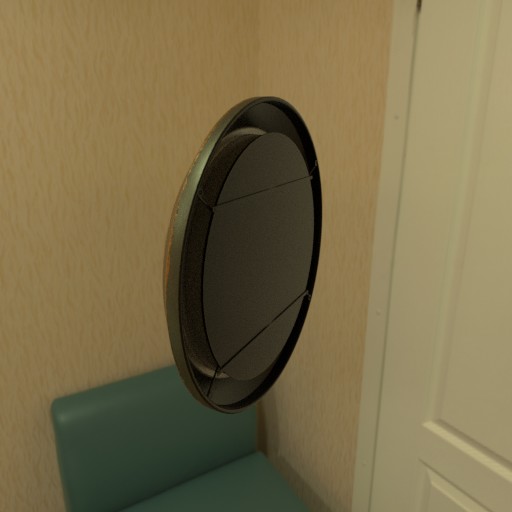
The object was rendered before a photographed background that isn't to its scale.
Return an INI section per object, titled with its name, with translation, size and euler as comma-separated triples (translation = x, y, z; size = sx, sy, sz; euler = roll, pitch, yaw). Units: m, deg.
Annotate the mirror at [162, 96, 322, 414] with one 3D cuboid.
[mirror]
translation = 0.000, 0.000, 1.341
size = 0.111, 0.907, 0.907
euler = 9, 19, 26
